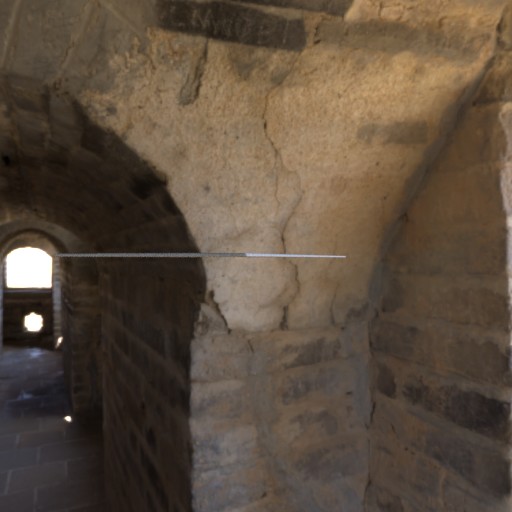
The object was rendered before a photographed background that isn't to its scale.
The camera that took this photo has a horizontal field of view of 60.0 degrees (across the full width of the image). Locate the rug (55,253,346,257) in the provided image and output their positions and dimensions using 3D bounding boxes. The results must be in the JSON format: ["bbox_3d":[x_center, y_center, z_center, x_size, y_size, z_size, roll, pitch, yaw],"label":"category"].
[{"bbox_3d":[0.000,0.000,2.670,0.759,0.012,2.430,0,0,19],"label":"rug"}]
